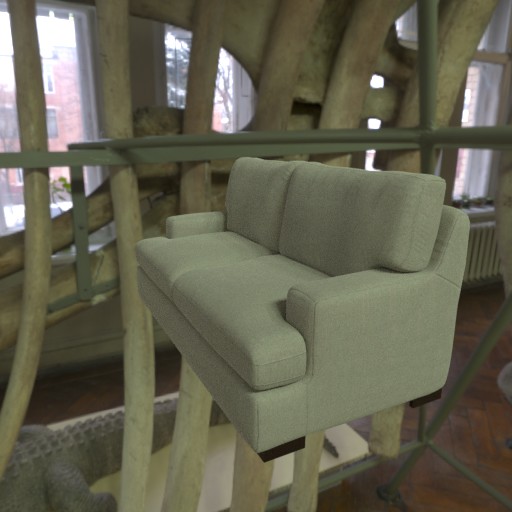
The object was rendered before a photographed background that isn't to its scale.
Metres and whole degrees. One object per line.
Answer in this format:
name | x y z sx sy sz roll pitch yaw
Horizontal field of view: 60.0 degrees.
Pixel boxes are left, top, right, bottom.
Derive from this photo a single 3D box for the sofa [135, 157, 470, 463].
sofa | 0.000 0.000 2.383 0.962 0.980 1.855 -8 17 -26
